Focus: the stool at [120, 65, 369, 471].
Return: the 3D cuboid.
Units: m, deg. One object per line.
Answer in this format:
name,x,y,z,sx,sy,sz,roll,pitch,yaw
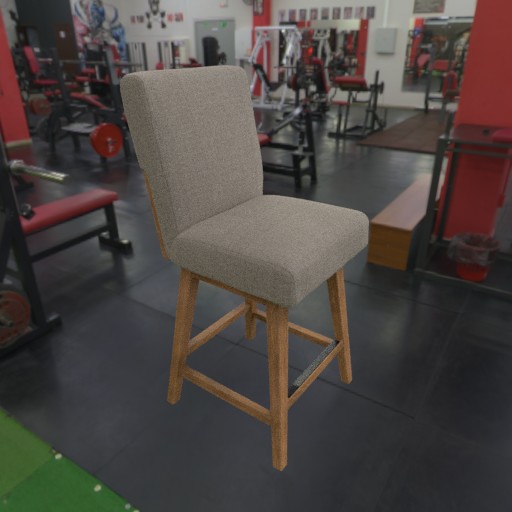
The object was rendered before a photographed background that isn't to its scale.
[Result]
stool,0.000,0.000,1.310,0.526,1.010,0.459,18,31,32
